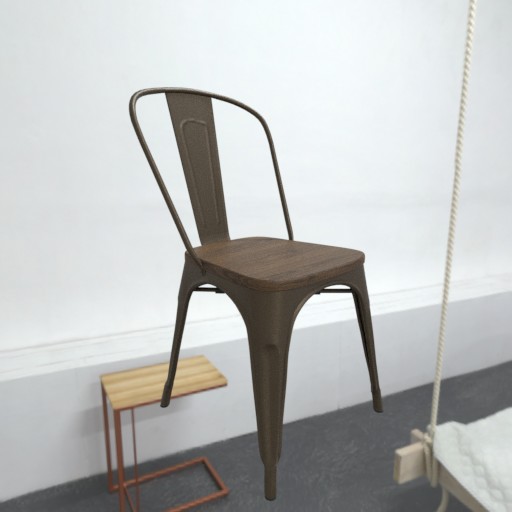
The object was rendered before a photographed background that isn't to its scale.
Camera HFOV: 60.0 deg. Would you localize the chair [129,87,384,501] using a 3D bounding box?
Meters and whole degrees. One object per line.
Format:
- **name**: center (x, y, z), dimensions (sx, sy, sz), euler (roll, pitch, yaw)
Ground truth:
- **chair**: center (0.000, 0.000, 1.120), dimensions (0.532, 0.844, 0.451), euler (13, 19, 43)
